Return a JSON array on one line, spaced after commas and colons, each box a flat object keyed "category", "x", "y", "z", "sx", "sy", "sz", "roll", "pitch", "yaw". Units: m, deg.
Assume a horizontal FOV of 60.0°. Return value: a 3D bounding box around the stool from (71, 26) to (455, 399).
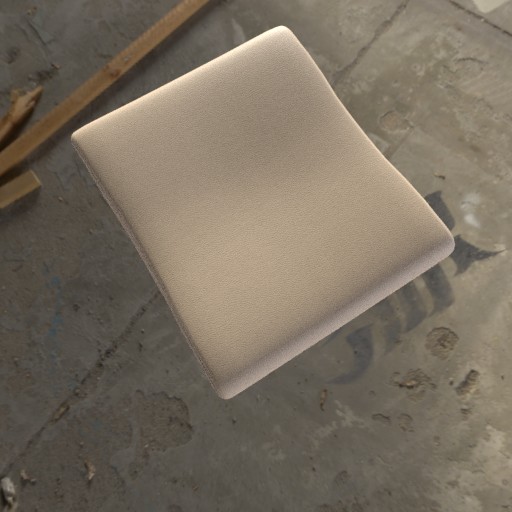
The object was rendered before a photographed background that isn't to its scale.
[{"category": "stool", "x": 0.000, "y": 0.000, "z": 1.008, "sx": 0.401, "sy": 0.762, "sz": 0.471, "roll": -31, "pitch": 76, "yaw": -8}]
